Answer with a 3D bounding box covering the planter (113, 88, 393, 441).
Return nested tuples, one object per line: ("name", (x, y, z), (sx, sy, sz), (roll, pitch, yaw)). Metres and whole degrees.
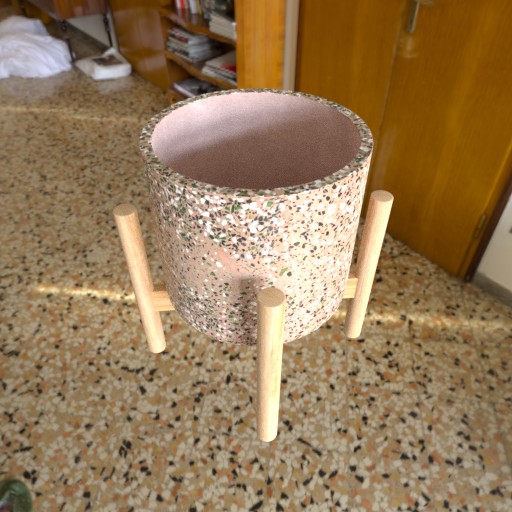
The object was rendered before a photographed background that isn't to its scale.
("planter", (0.000, 0.000, 0.534), (0.284, 0.320, 0.284), (12, 43, 13))
